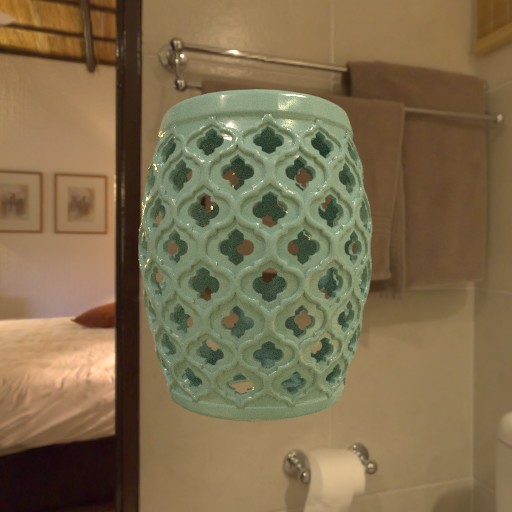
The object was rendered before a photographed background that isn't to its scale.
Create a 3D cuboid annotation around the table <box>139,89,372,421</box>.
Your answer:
[{"bbox_3d":[0.000,0.000,0.637,0.325,0.388,0.325,0,1,0],"label":"table"}]
